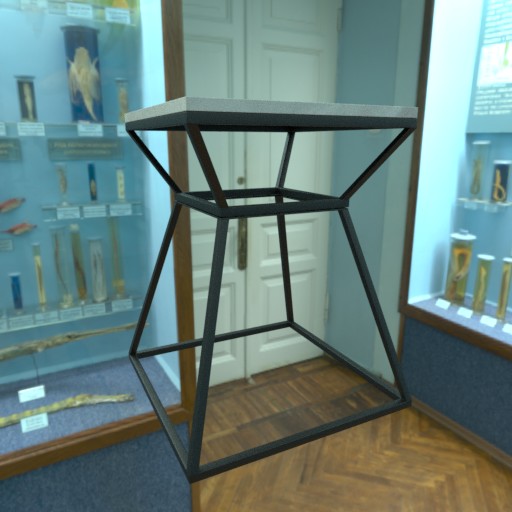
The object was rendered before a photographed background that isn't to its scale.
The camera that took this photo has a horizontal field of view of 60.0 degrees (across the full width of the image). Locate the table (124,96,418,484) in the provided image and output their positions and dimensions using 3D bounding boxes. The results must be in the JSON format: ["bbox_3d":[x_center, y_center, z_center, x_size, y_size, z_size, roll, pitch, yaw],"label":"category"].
[{"bbox_3d":[0.000,0.000,0.897,0.455,0.559,0.455,-7,16,-26],"label":"table"}]
